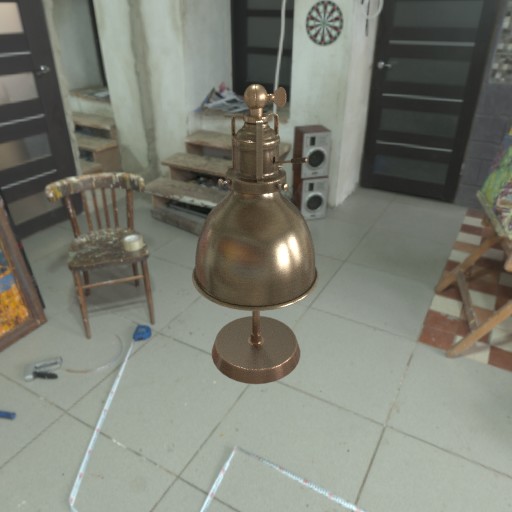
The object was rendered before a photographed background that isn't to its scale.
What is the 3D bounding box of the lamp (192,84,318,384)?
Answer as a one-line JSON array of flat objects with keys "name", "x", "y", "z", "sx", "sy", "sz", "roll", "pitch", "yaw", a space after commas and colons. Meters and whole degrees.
[{"name": "lamp", "x": 0.000, "y": 0.000, "z": 0.596, "sx": 0.153, "sy": 0.456, "sz": 0.286, "roll": 0, "pitch": 30, "yaw": 0}]
